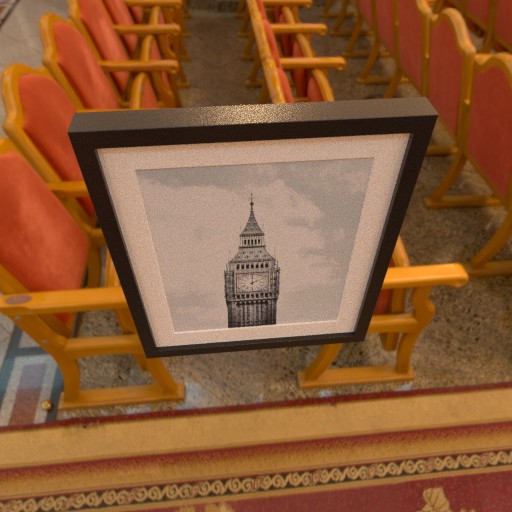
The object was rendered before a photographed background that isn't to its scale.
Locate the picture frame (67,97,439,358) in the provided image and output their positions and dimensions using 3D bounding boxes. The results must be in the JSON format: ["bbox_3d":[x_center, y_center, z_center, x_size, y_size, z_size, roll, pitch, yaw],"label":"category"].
[{"bbox_3d":[0.000,0.000,0.540,0.328,0.378,0.034,-4,47,-4],"label":"picture frame"}]
